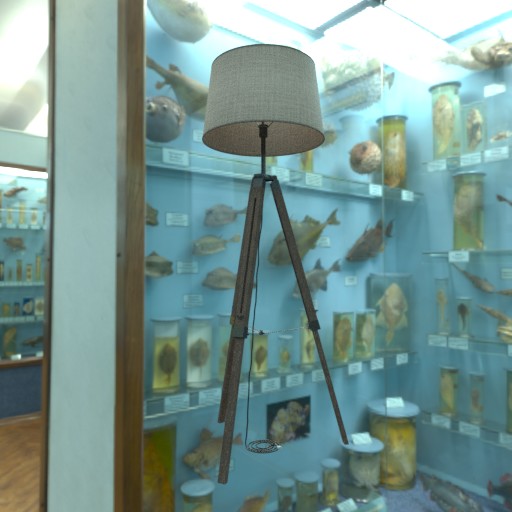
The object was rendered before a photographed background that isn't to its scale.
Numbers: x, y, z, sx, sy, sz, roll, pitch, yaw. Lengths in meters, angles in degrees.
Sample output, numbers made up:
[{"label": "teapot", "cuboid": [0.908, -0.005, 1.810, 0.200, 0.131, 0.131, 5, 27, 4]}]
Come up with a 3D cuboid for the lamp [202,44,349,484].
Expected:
[{"label": "lamp", "cuboid": [0.000, 0.000, 1.817, 0.604, 1.510, 0.587, 1, -2, -36]}]
